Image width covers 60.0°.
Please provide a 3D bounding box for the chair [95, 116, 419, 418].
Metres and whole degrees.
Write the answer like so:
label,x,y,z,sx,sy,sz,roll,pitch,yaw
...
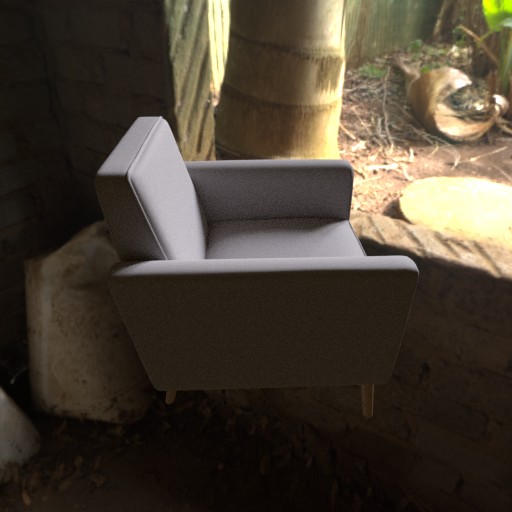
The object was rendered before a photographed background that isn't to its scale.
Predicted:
label,x,y,z,sx,sy,sz,roll,pitch,yaw
chair,0.000,0.000,1.430,0.750,0.780,0.780,-1,31,-2
